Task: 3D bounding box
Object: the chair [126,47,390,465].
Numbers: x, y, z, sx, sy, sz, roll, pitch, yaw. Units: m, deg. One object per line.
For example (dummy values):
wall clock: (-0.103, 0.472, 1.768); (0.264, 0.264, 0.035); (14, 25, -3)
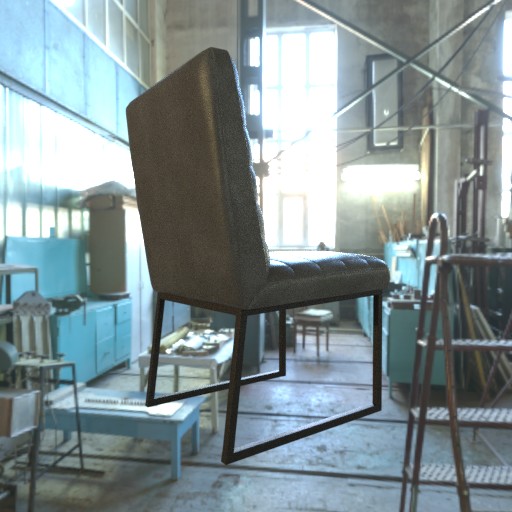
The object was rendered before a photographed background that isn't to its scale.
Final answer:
chair: (0.000, 0.000, 1.328); (0.634, 0.930, 0.520); (-1, 2, -37)
